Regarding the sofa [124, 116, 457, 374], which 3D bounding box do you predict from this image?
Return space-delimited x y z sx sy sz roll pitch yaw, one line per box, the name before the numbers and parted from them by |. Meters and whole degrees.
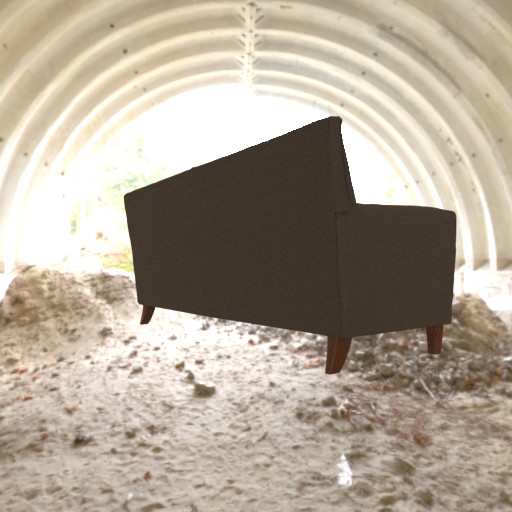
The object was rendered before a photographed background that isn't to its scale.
sofa | 0.000 0.000 2.511 0.843 0.907 2.002 1 -2 -36
